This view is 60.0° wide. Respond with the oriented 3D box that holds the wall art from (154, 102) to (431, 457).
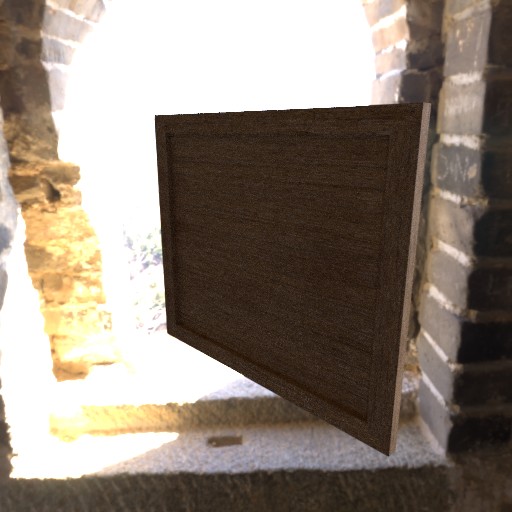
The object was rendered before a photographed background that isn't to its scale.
[{"bbox_3d":[0.000,0.000,0.942,0.026,0.588,0.690,-15,22,-42],"label":"wall art"}]
